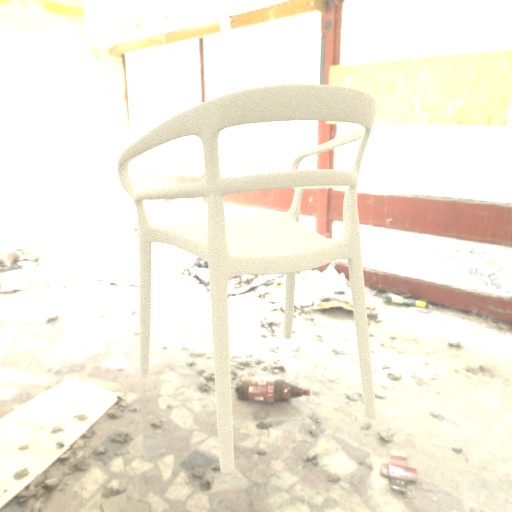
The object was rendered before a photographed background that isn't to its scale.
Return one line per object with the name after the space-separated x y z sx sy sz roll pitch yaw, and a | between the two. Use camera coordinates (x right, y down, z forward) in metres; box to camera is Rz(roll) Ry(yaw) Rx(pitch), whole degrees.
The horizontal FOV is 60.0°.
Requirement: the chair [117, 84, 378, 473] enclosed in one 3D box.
0.000 0.000 1.114 0.559 0.761 0.527 -8 17 -27 | chair
